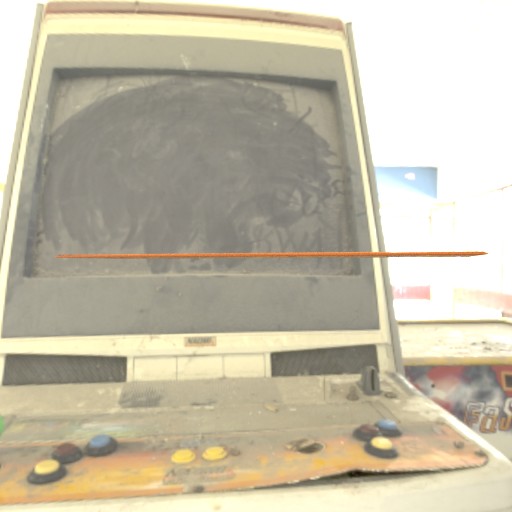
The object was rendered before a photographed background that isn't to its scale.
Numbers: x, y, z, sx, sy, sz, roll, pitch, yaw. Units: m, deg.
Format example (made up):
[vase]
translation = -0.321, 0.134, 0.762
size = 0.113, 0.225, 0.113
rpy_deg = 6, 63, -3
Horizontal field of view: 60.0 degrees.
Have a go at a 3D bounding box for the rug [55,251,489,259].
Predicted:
[rug]
translation = 0.000, 0.000, 2.518
size = 2.274, 0.016, 0.651
rpy_deg = 0, -1, 20
